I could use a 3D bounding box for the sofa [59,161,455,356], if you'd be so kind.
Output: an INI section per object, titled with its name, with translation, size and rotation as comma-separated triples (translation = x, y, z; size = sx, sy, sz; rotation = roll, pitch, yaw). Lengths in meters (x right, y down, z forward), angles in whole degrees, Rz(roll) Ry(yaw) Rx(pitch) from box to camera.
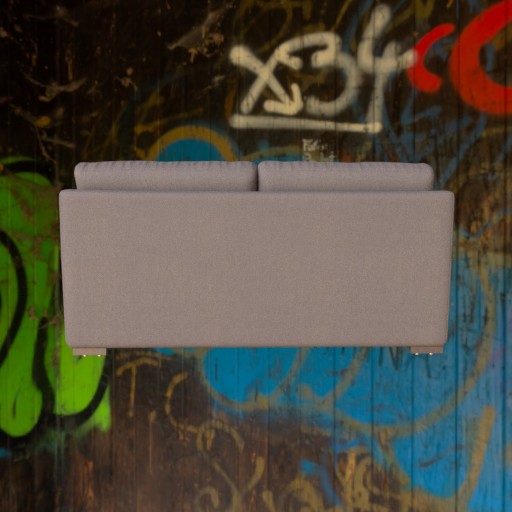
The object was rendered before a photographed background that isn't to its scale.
[sofa]
translation = 0.000, 0.000, 2.573
size = 1.880, 0.940, 1.143
rotation = 0, 0, -1
